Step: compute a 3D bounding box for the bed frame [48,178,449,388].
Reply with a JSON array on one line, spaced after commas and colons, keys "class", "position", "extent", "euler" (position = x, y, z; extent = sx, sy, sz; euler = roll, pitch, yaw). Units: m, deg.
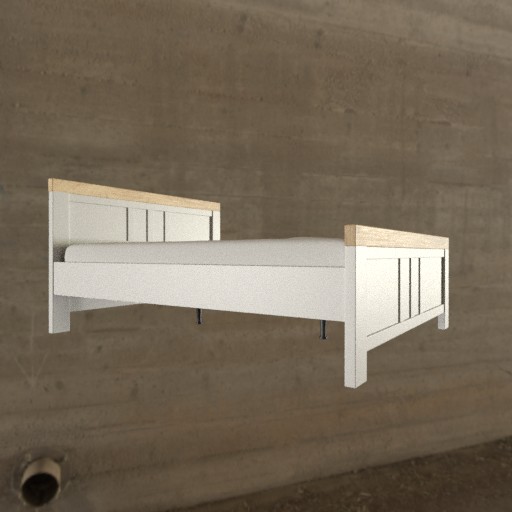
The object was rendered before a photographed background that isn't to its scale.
[{"class": "bed frame", "position": [0.000, 0.000, 2.921], "extent": [2.050, 0.980, 1.670], "euler": [0, 0, 34]}]
